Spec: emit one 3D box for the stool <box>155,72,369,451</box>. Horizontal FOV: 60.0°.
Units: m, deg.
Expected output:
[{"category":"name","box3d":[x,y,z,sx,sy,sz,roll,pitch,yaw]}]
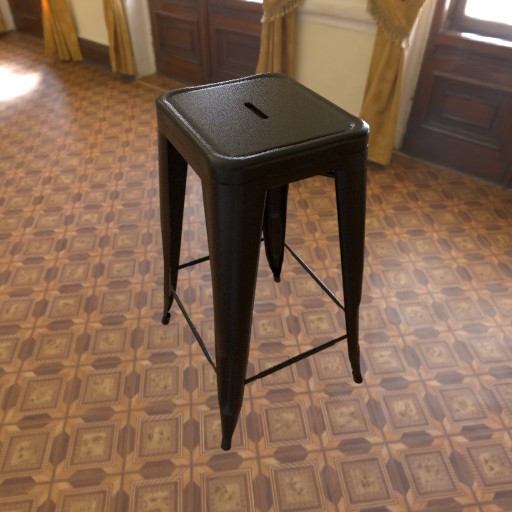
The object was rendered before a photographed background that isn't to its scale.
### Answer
[{"category":"stool","box3d":[0.000,0.000,0.891,0.423,0.609,0.455,-28,48,-28]}]
